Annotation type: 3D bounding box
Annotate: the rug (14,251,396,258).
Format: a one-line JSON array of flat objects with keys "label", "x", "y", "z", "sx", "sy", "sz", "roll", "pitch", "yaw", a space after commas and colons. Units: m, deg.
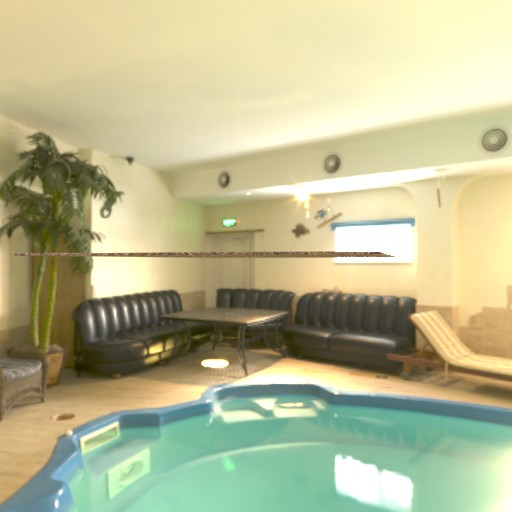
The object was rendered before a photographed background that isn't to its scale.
[{"label": "rug", "x": 0.000, "y": 0.000, "z": 4.165, "sx": 2.448, "sy": 0.017, "sz": 3.204, "roll": 0, "pitch": -1, "yaw": 19}]
